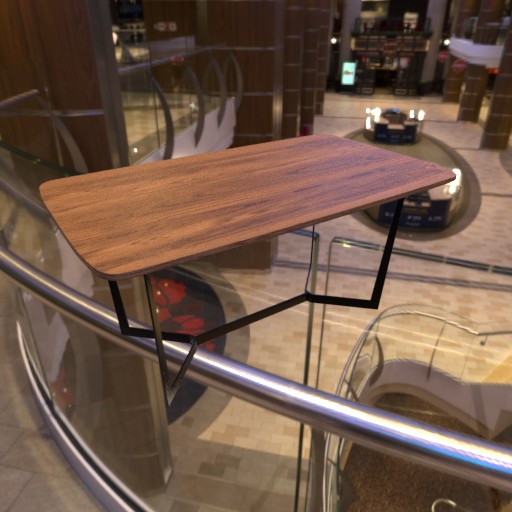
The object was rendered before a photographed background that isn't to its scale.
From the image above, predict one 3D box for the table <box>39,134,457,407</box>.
[{"bbox_3d":[0.000,0.000,2.099,1.643,0.765,0.949,-18,33,-29],"label":"table"}]
